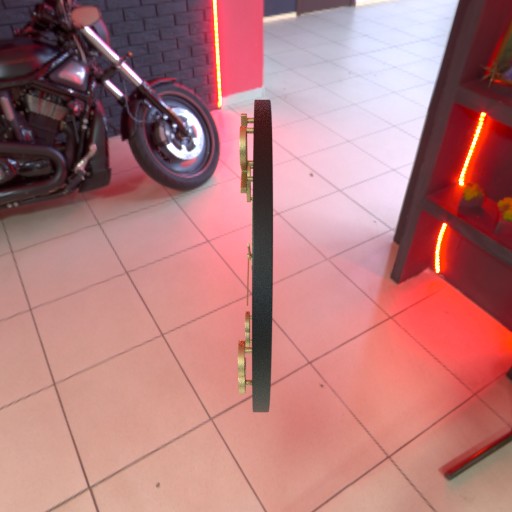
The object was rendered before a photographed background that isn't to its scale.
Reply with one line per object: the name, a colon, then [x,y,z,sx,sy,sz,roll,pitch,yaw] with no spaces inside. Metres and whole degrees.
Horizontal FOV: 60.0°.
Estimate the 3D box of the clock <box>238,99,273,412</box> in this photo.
clock: [0.000,0.000,0.682,0.038,0.454,0.454,0,42,0]
